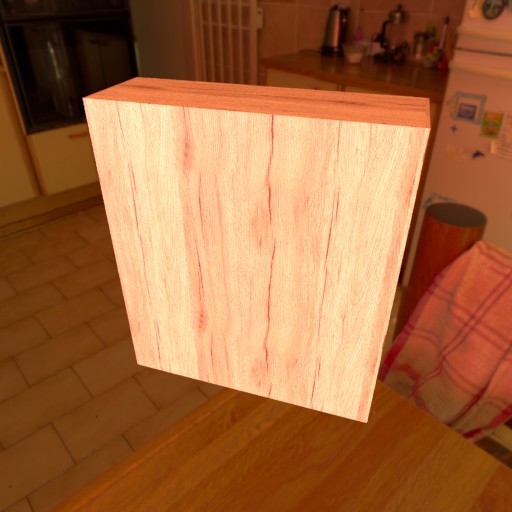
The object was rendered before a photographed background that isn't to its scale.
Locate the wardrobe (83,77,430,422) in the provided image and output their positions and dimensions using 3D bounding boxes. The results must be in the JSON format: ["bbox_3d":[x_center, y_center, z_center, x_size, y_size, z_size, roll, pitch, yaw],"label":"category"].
[{"bbox_3d":[0.000,0.000,2.994,1.810,2.070,0.580,10,34,15],"label":"wardrobe"}]
